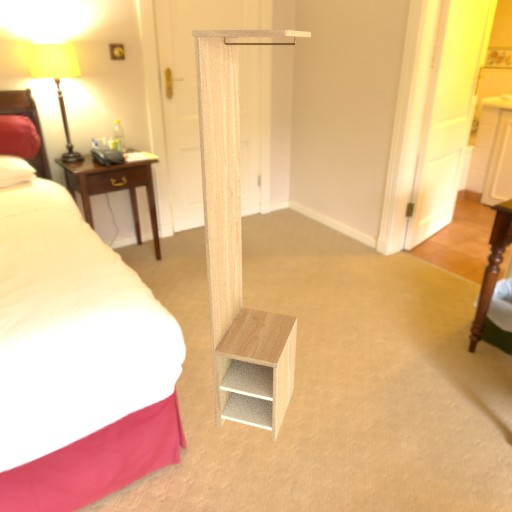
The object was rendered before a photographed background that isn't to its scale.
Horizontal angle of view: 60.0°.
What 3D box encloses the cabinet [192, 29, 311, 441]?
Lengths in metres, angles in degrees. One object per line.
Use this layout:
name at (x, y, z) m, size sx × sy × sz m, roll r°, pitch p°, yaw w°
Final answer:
cabinet at (0.000, 0.000, 2.078) m, size 0.338 × 1.879 × 0.411 m, roll 8°, pitch 27°, yaw 16°
